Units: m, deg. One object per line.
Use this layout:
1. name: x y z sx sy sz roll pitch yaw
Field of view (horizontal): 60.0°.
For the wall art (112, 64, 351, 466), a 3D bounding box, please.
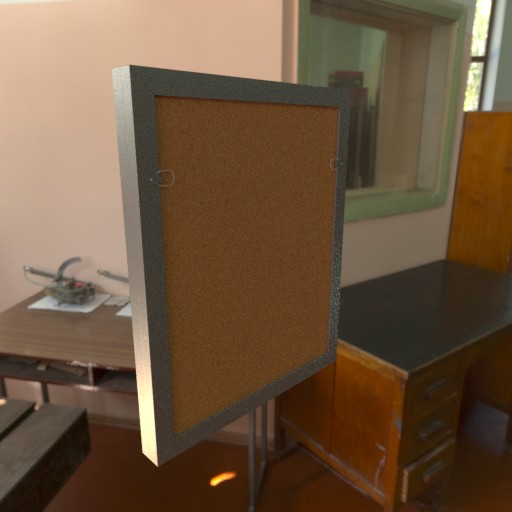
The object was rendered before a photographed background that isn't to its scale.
1. wall art: 0.000 0.000 0.513 0.308 0.379 0.030 -15 21 -43
